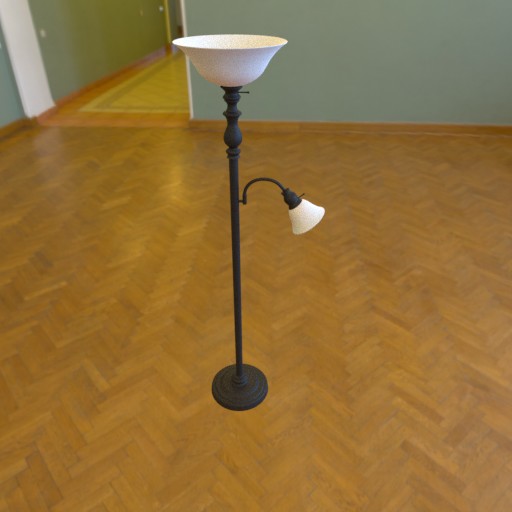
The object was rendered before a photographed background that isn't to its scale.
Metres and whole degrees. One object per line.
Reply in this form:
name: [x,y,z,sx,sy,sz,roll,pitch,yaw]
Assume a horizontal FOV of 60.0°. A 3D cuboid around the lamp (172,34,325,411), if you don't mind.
lamp: [0.000,0.000,2.042,0.588,1.793,0.405,2,32,3]
